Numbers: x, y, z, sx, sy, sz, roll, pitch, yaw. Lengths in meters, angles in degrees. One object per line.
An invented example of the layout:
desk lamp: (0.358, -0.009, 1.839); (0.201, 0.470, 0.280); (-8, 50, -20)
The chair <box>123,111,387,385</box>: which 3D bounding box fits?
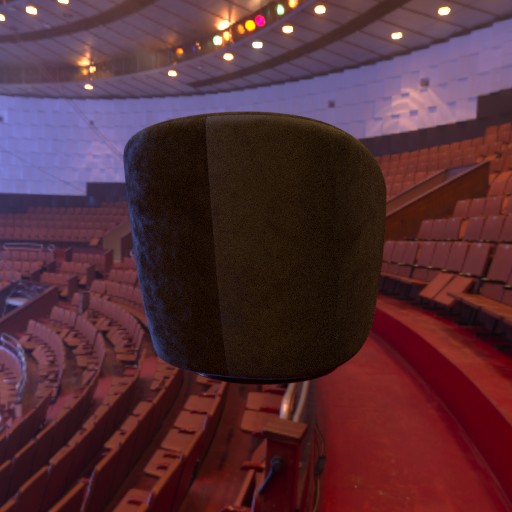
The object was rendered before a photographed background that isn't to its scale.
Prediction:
chair: (0.000, 0.000, 1.387); (0.773, 0.698, 0.767); (1, 2, 17)
